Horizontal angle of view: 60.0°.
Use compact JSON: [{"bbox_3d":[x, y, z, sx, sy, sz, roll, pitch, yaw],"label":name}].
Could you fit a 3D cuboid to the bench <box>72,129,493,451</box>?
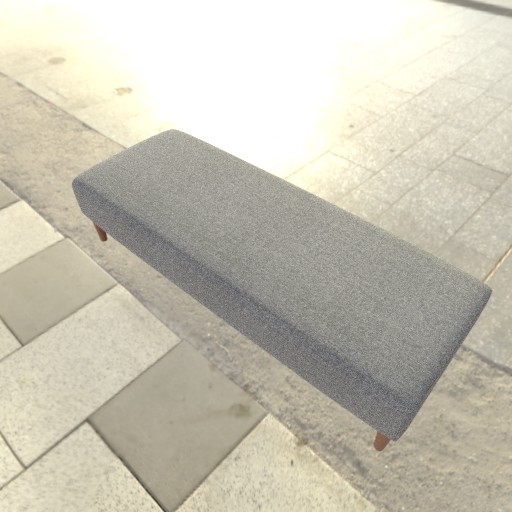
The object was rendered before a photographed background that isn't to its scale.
[{"bbox_3d":[0.000,0.000,1.789,1.598,0.384,0.631,32,53,27],"label":"bench"}]
